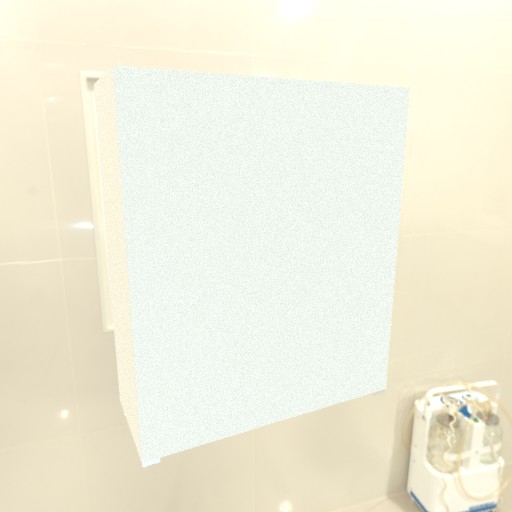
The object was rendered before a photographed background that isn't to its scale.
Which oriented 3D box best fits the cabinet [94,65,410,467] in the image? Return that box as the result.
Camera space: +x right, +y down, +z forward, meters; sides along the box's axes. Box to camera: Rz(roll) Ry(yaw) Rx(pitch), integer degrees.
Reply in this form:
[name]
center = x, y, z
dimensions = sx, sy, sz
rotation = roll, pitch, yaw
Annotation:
[cabinet]
center = 0.000, 0.000, 1.649
dimensions = 1.000, 1.190, 0.400
rotation = -7, 16, -25
